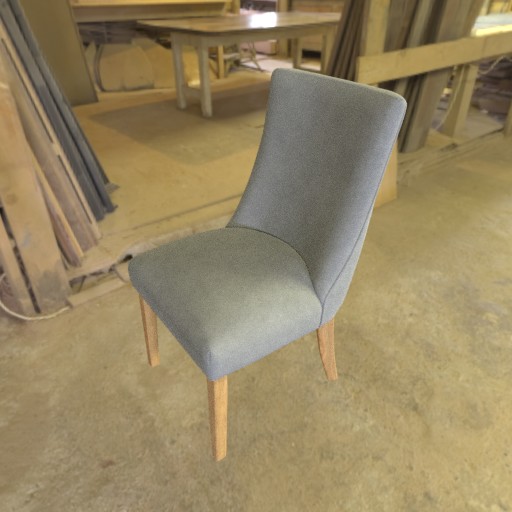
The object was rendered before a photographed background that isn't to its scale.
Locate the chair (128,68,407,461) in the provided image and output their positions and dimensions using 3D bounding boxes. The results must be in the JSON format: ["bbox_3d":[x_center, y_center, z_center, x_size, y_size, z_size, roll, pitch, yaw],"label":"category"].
[{"bbox_3d":[0.000,0.000,1.269,0.610,0.902,0.495,-21,38,-29],"label":"chair"}]
